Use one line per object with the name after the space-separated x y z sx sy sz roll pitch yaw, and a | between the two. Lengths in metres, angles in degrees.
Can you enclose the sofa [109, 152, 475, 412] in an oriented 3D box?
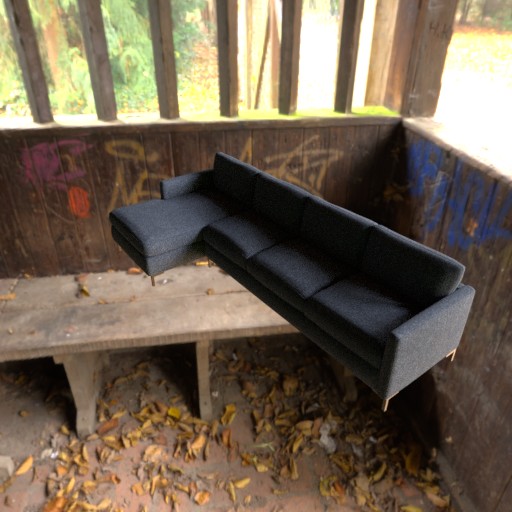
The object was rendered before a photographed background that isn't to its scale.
0.000 0.000 3.545 1.350 0.810 2.932 -22 37 -31 | sofa
